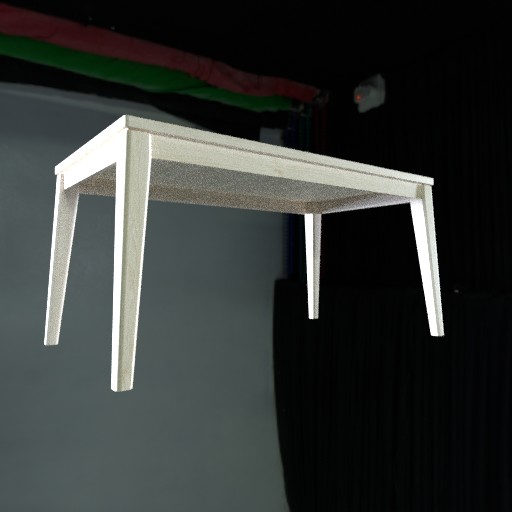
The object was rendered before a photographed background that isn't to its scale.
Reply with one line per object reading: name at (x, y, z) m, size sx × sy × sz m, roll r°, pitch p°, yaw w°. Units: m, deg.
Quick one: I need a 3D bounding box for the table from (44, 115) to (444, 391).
table at (0.000, 0.000, 2.027) m, size 1.600 × 0.760 × 0.900 m, roll 1°, pitch -1°, yaw -37°
